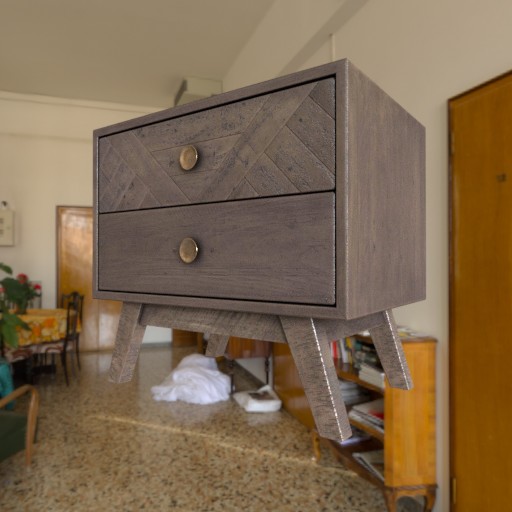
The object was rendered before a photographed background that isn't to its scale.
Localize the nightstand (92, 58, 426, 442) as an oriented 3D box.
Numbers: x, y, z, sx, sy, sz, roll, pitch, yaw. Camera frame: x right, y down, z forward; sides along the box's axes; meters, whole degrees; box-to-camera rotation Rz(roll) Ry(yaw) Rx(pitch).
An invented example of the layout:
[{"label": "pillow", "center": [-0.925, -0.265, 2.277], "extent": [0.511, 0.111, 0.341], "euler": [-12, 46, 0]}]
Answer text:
[{"label": "nightstand", "center": [0.000, 0.000, 1.036], "extent": [0.650, 0.599, 0.450], "euler": [0, -1, 36]}]
